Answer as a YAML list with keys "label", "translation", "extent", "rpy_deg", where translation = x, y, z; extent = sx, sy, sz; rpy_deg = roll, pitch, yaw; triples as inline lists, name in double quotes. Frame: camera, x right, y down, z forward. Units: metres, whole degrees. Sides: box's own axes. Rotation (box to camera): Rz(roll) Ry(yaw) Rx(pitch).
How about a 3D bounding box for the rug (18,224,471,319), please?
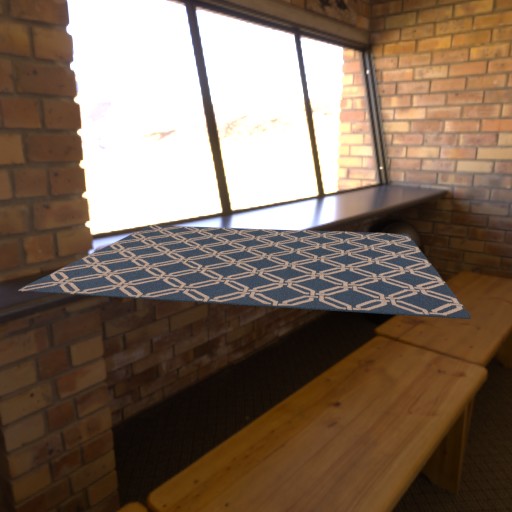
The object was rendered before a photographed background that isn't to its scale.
- label: "rug"
  translation: [0.000, 0.000, 3.808]
  extent: [2.867, 0.020, 2.277]
  rpy_deg: [2, 15, 9]
